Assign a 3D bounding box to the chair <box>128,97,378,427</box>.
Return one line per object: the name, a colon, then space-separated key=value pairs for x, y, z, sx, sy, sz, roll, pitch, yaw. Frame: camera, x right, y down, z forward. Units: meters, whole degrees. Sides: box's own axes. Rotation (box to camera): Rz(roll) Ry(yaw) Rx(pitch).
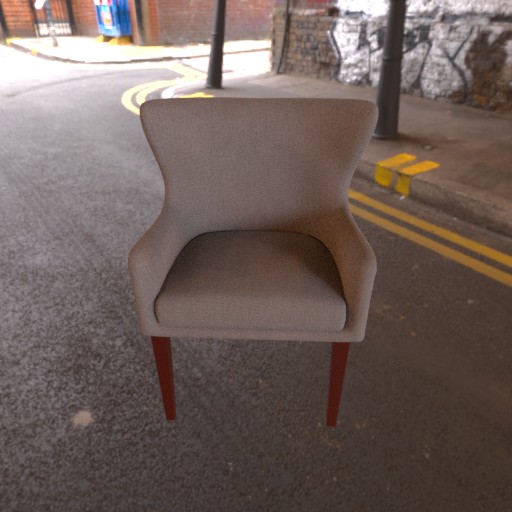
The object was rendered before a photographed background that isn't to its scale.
chair: x=0.000 y=0.000 z=1.485 sx=0.732 sy=0.948 sz=0.677 roll=1 pitch=30 yaw=2
